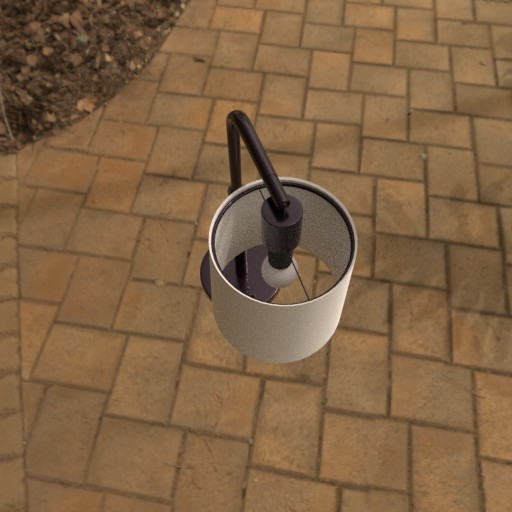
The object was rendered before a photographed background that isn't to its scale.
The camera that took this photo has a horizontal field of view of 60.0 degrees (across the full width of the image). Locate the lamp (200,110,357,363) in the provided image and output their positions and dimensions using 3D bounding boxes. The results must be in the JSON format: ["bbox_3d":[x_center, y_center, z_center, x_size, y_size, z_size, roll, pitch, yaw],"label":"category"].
[{"bbox_3d":[0.000,0.000,0.643,0.171,0.489,0.333,-18,65,-9],"label":"lamp"}]
